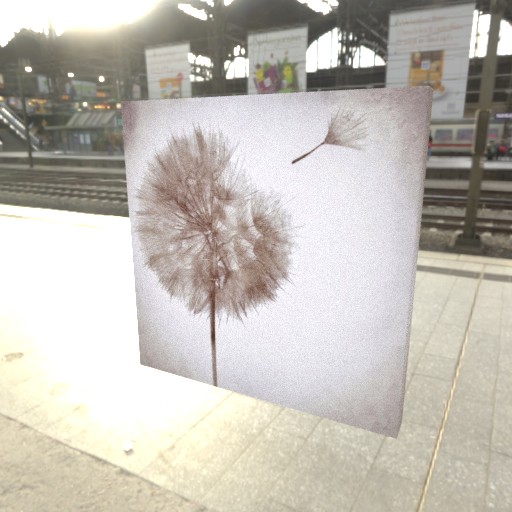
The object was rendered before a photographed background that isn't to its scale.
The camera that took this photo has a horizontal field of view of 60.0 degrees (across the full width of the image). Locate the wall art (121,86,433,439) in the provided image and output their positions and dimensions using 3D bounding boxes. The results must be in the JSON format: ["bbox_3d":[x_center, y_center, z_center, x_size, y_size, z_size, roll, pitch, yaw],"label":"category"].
[{"bbox_3d":[0.000,0.000,0.446,0.303,0.303,0.028,7,16,26],"label":"wall art"}]
